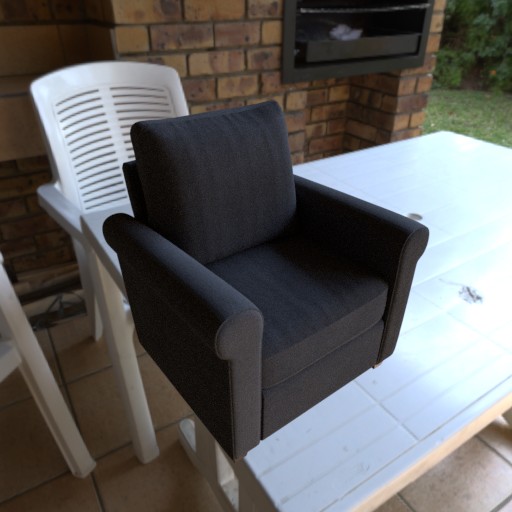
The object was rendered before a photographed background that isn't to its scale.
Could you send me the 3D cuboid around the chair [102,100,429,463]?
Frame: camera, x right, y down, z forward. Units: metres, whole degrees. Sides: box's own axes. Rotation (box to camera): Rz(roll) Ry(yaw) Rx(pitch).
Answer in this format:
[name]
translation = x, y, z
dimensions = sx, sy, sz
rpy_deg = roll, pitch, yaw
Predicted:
[chair]
translation = 0.000, 0.000, 1.615
dimensions = 0.867, 0.942, 0.828
rpy_deg = -21, 37, -31
